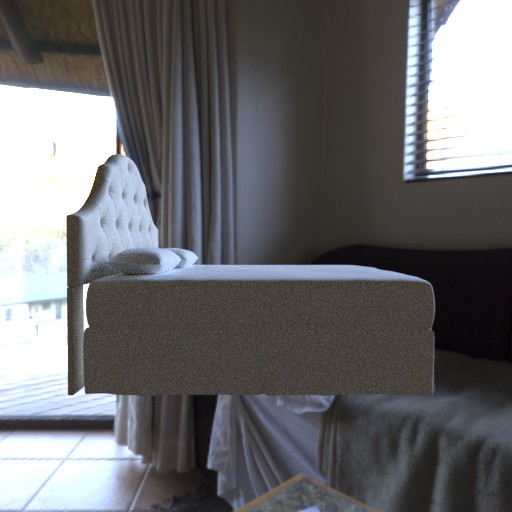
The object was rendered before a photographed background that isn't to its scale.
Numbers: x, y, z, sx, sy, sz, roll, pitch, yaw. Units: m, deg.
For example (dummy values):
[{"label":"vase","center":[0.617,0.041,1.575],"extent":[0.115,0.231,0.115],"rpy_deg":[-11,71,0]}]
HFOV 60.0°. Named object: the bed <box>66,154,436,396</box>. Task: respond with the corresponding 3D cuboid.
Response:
[{"label":"bed","center":[0.000,0.000,3.574],"extent":[2.214,1.615,2.008],"rpy_deg":[0,1,1]}]
